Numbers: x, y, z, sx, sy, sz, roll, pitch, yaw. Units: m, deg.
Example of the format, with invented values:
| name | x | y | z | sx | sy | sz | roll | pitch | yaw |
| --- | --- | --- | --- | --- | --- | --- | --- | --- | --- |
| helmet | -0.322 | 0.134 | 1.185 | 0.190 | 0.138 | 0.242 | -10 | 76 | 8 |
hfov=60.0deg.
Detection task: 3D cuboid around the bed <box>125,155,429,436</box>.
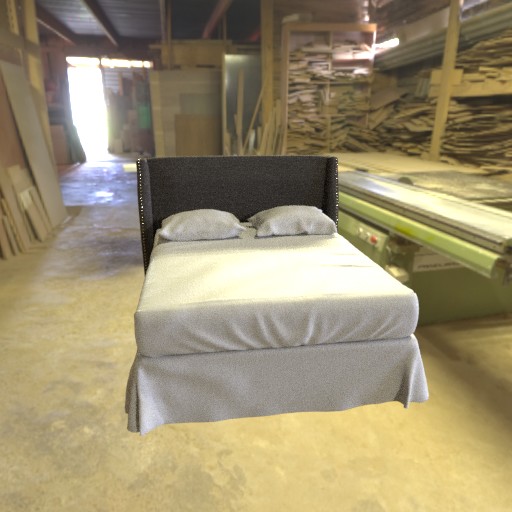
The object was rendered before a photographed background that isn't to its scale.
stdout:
| name | x | y | z | sx | sy | sz | roll | pitch | yaw |
| --- | --- | --- | --- | --- | --- | --- | --- | --- | --- |
| bed | 0.000 | 0.000 | 3.412 | 1.925 | 1.332 | 2.276 | -3 | 18 | -8 |
